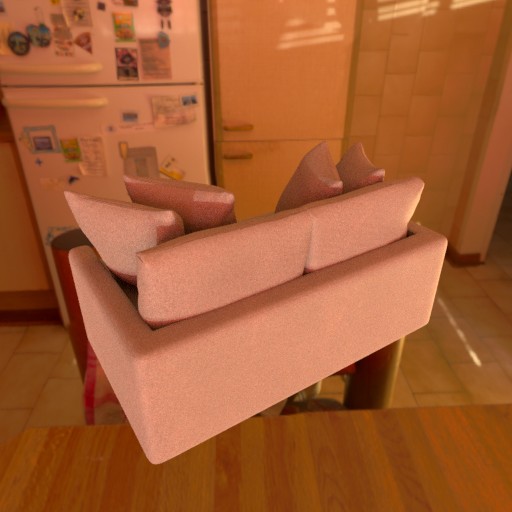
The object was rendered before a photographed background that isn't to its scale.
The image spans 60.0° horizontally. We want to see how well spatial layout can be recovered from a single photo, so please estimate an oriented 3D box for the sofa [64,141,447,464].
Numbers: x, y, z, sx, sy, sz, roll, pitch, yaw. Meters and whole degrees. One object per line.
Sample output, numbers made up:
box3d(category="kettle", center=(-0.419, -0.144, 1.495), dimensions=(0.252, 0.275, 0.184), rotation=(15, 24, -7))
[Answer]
box3d(category="sofa", center=(0.000, 0.000, 2.573), dimensions=(1.869, 1.080, 1.228), rotation=(-18, 34, -29))
